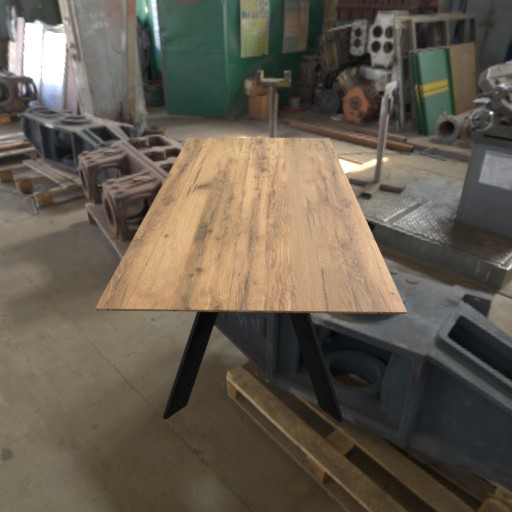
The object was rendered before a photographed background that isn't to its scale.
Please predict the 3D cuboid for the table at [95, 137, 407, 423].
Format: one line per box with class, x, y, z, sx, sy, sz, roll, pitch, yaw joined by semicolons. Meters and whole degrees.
table;0.000;0.000;2.475;1.000;0.770;2.000;1;30;1
